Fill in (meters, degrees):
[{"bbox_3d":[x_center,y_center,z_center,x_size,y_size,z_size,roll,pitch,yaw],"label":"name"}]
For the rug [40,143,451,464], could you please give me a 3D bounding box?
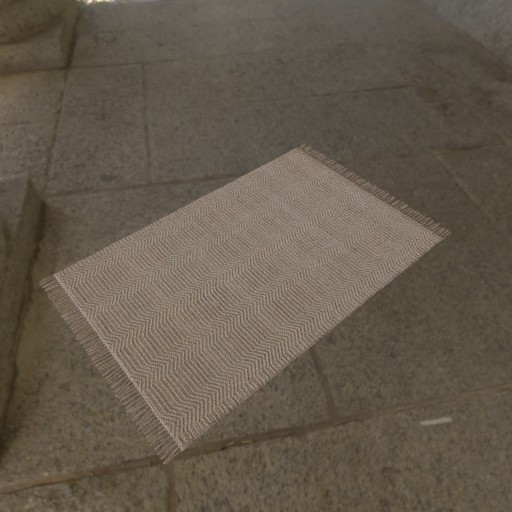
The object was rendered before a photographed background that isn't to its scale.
[{"bbox_3d":[0.000,0.000,3.106,2.523,0.034,1.528,-32,55,-26],"label":"rug"}]
